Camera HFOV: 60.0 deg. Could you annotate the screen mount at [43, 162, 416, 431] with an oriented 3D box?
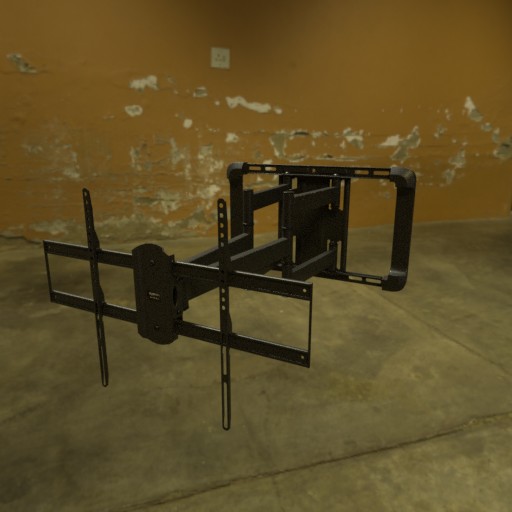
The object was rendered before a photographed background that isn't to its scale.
[{"bbox_3d":[0.000,0.000,1.307,0.725,0.483,0.905,8,17,27],"label":"screen mount"}]
